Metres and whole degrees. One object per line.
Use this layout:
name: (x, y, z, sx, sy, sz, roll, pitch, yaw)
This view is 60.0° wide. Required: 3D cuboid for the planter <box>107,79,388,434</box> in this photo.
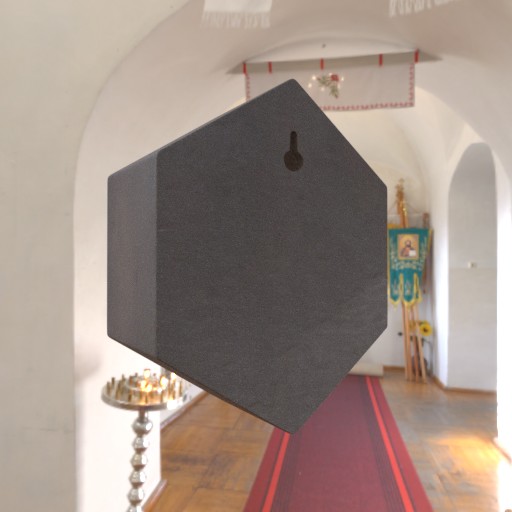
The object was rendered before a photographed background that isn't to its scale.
planter: (0.000, 0.000, 0.288, 0.169, 0.206, 0.077, 0, -1, -35)
